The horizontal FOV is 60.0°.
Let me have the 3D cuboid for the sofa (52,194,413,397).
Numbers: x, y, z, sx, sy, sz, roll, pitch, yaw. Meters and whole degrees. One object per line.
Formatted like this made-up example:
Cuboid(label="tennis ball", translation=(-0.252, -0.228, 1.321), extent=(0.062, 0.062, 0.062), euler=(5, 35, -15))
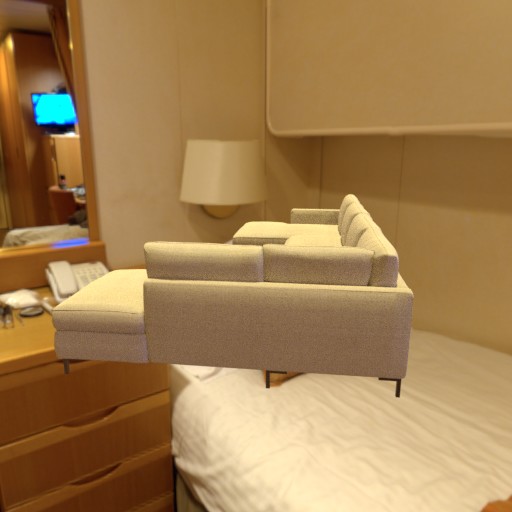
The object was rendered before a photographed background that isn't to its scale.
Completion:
Cuboid(label="sofa", translation=(0.000, 0.000, 3.543), extent=(1.879, 0.756, 2.737), euler=(2, 14, 7))
